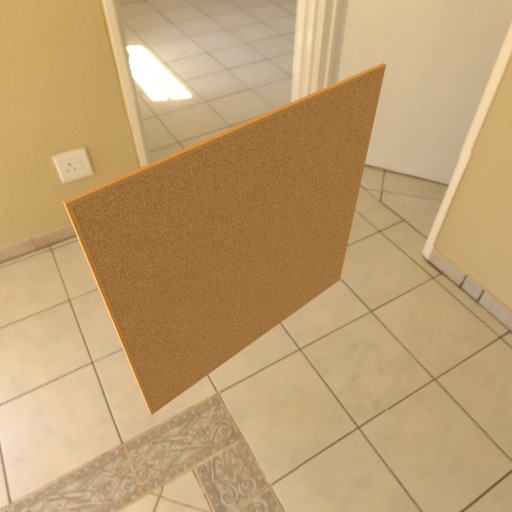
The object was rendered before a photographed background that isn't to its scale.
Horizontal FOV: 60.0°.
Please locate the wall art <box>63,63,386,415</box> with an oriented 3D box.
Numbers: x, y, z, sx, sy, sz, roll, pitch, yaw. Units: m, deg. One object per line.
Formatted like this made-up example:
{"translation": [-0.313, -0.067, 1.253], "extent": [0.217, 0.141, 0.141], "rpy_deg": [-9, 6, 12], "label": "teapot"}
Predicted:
{"translation": [0.000, 0.000, 1.413], "extent": [0.962, 0.959, 0.013], "rpy_deg": [-31, 54, -26], "label": "wall art"}
